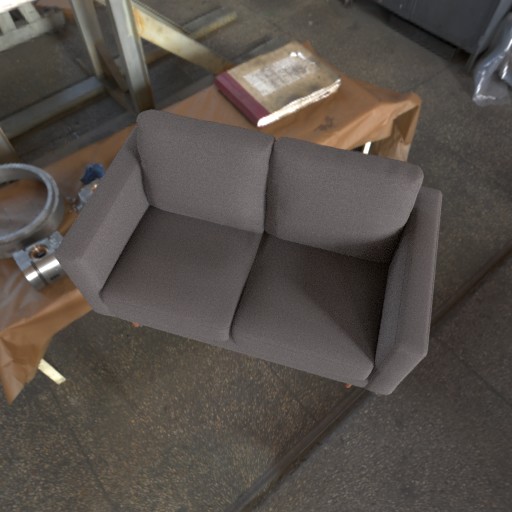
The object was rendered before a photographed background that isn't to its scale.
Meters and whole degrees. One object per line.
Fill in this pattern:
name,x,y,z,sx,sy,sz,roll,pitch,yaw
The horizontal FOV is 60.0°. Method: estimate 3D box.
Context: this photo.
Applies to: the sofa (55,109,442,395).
sofa,0.000,0.000,1.983,1.430,0.908,0.796,14,59,9
